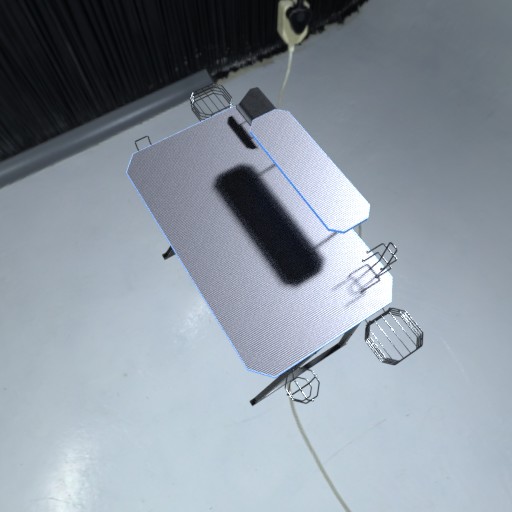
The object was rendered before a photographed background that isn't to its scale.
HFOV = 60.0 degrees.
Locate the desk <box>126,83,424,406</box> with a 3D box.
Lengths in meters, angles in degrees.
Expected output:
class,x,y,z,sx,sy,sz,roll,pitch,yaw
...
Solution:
class,x,y,z,sx,sy,sz,roll,pitch,yaw
desk,0.000,0.000,1.807,0.594,0.909,1.295,-30,68,-13
